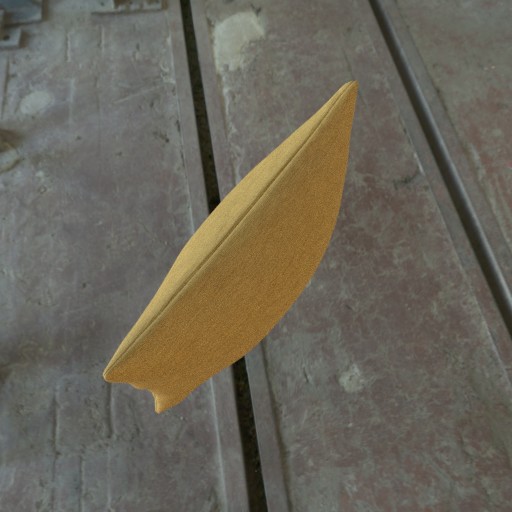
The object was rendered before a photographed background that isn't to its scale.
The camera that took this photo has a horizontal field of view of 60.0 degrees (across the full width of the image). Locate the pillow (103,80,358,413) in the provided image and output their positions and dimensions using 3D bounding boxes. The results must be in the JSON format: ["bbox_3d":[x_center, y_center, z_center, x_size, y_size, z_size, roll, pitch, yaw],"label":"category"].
[{"bbox_3d":[0.000,0.000,0.812,0.210,0.354,0.634,32,68,15],"label":"pillow"}]
